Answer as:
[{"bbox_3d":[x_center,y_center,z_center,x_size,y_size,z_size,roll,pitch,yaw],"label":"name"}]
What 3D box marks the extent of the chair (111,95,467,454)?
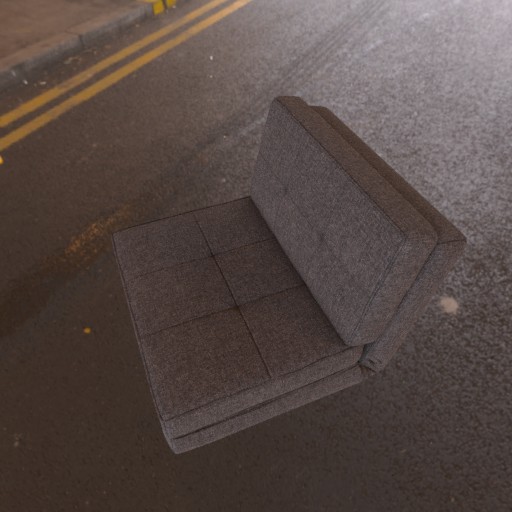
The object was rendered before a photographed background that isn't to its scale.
[{"bbox_3d":[0.000,0.000,1.329,0.800,0.615,0.740,-16,48,-15],"label":"chair"}]
